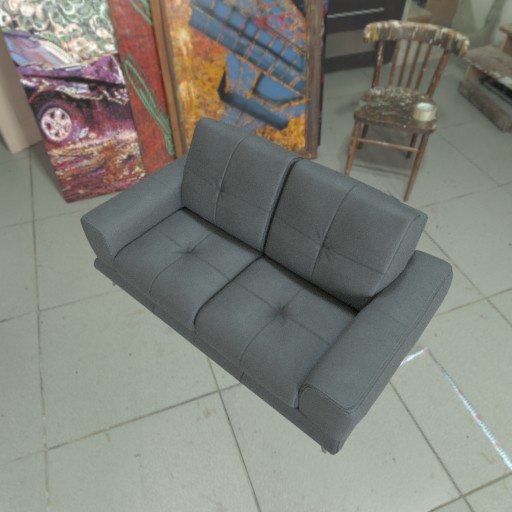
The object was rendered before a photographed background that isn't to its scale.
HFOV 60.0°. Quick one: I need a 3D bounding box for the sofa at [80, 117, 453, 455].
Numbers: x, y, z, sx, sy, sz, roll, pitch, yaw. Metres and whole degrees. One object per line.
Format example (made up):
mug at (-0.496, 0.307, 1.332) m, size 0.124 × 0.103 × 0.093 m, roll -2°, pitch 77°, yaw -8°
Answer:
sofa at (0.000, 0.000, 2.391) m, size 1.806 × 0.907 × 1.018 m, roll 31°, pitch 54°, yaw 26°
